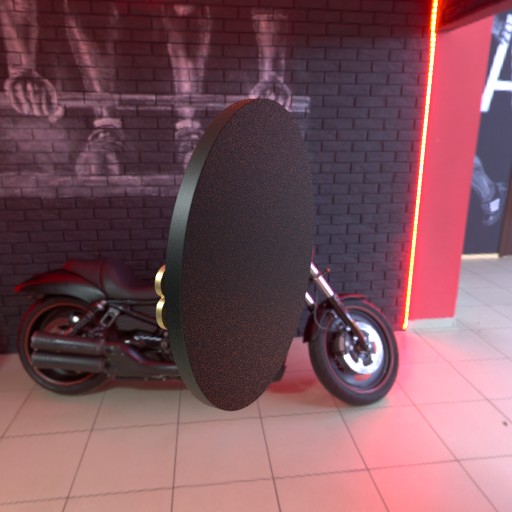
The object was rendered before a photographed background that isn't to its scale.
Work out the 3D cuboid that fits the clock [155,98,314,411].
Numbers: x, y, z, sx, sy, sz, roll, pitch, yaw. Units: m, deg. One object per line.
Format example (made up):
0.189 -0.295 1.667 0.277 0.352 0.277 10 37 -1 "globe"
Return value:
0.000 0.000 0.678 0.038 0.454 0.454 7 17 24 "clock"
